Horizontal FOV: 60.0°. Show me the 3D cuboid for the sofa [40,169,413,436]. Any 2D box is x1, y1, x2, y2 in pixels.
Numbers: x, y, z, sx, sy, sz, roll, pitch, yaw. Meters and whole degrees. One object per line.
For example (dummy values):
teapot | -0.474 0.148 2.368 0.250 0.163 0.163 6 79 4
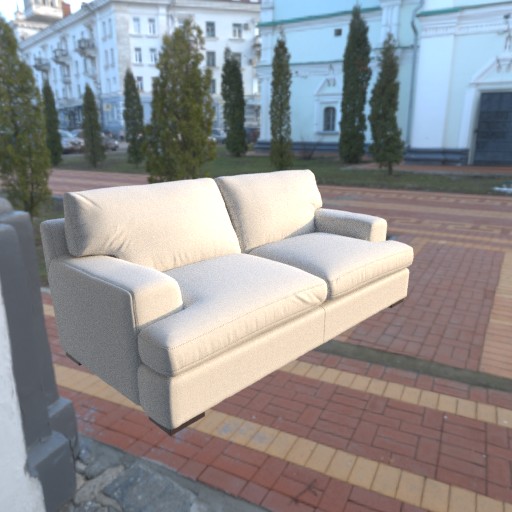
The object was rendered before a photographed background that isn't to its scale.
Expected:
sofa | 0.000 0.000 2.817 1.143 0.940 2.261 15 21 42
